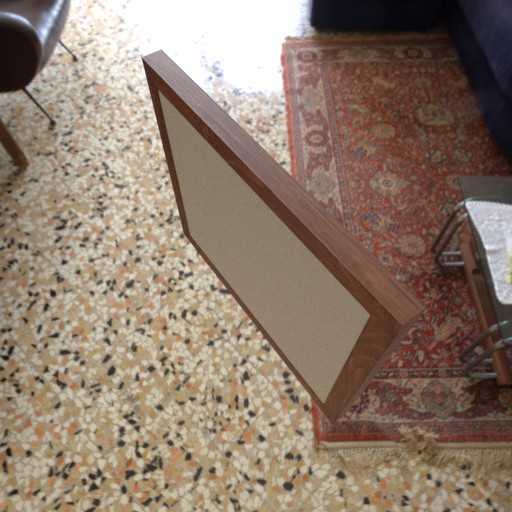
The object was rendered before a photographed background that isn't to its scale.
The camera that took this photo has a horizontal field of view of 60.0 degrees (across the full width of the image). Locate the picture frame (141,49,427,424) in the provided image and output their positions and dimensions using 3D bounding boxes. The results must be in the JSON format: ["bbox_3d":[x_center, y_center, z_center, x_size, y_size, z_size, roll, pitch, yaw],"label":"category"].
[{"bbox_3d":[0.000,0.000,0.535,0.025,0.330,0.381,-32,63,-18],"label":"picture frame"}]
